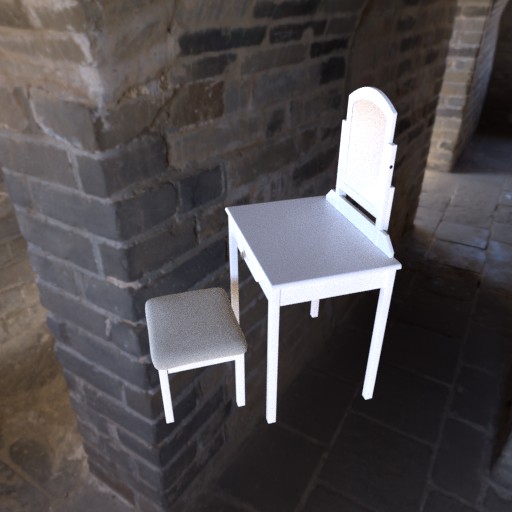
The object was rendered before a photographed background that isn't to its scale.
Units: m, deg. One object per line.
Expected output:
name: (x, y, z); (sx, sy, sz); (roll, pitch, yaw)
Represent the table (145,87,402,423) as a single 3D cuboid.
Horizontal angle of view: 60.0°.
table: (0.000, 0.000, 2.341); (1.211, 1.631, 0.876); (-9, 32, -14)
